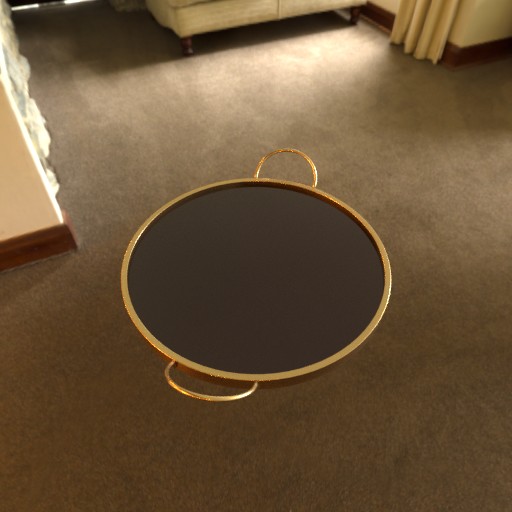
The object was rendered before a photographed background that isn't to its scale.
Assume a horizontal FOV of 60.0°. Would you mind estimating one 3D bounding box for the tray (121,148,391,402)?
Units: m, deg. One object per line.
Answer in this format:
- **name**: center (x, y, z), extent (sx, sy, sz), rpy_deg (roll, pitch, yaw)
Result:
- **tray**: center (0.000, 0.000, 0.729), extent (0.438, 0.069, 0.543), rpy_deg (11, 48, 10)
